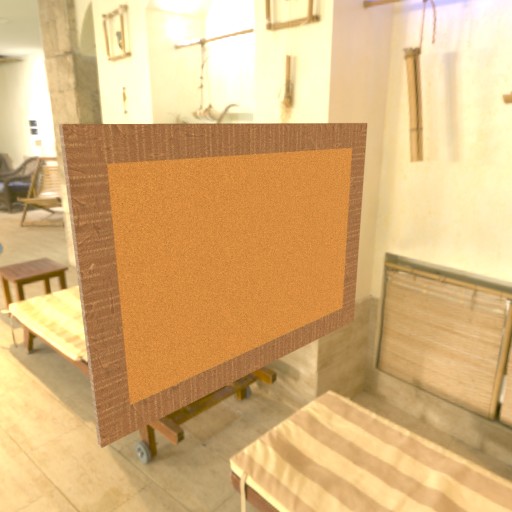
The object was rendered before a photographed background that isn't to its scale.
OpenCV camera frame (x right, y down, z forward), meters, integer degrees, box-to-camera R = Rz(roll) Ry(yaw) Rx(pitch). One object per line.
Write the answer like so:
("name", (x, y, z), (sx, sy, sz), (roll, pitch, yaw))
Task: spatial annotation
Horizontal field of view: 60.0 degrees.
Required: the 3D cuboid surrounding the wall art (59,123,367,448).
("wall art", (0.000, 0.000, 1.326), (1.056, 0.761, 0.020), (-15, 23, -41))
